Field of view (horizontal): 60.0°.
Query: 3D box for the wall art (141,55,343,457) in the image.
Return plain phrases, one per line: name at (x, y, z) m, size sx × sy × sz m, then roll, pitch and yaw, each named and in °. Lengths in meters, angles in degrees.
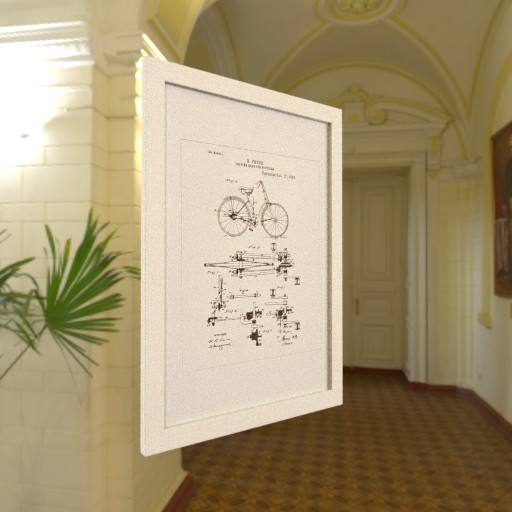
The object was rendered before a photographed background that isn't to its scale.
wall art at (0.000, 0.000, 0.627) m, size 0.332 × 0.477 × 0.015 m, roll 0°, pitch -1°, yaw -35°
